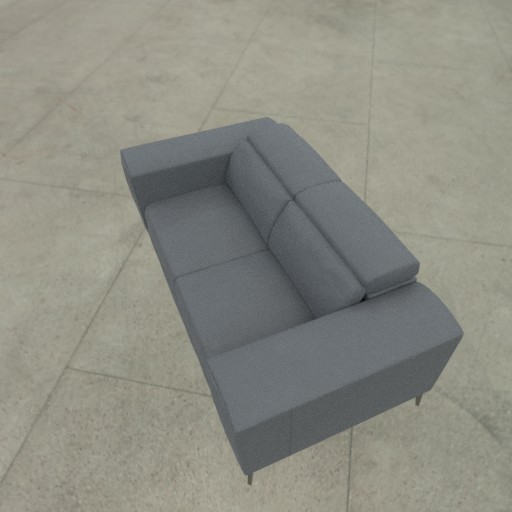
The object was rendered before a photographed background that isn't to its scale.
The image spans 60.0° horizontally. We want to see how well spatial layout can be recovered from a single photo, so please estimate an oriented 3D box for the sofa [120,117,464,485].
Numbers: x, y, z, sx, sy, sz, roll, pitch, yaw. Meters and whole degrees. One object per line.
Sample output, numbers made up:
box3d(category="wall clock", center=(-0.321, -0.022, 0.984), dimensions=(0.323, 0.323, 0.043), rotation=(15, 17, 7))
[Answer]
box3d(category="sofa", center=(0.000, 0.000, 2.366), dimensions=(1.003, 0.779, 1.895), rotation=(-18, 48, -16))
